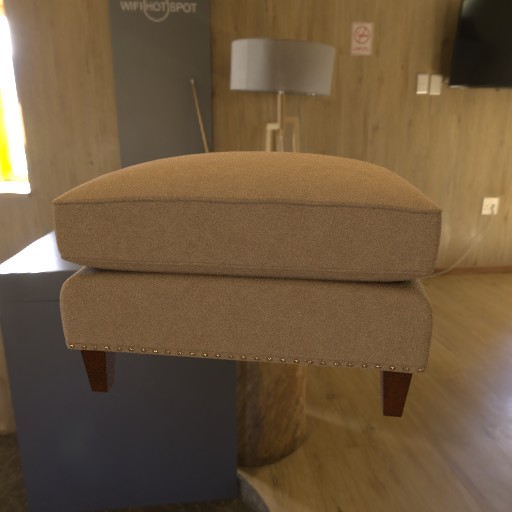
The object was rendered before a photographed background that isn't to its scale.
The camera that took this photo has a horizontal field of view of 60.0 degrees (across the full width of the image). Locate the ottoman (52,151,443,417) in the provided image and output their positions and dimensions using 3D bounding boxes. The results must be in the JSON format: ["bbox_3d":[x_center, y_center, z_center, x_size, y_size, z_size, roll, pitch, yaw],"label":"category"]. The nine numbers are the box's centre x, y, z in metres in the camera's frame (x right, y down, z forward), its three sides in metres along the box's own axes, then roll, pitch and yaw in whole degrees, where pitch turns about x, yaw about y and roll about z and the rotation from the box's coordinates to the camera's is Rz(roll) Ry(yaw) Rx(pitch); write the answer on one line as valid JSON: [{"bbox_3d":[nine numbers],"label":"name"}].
[{"bbox_3d":[0.000,0.000,1.121,0.741,0.513,0.584,2,16,8],"label":"ottoman"}]
